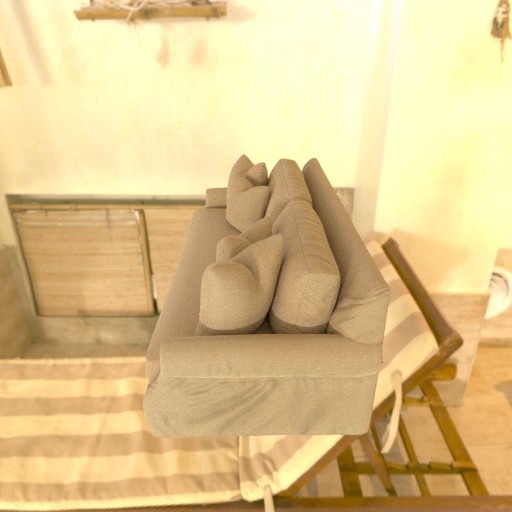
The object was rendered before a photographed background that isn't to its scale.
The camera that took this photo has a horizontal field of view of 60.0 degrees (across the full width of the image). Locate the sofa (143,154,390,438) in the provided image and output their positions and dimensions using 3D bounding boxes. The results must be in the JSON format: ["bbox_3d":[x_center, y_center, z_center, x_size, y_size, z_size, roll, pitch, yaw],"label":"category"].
[{"bbox_3d":[0.000,0.000,2.849,1.067,0.904,2.285,0,26,-1],"label":"sofa"}]
